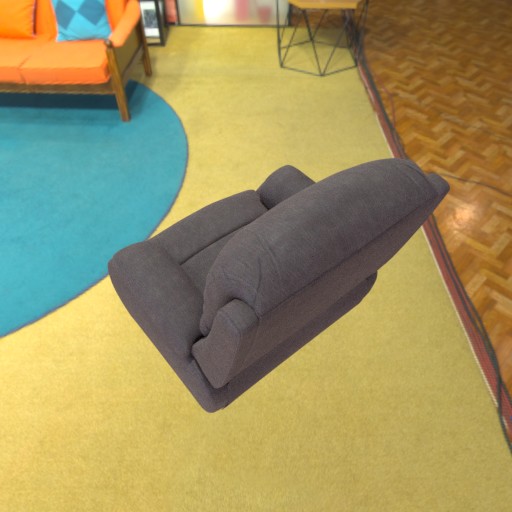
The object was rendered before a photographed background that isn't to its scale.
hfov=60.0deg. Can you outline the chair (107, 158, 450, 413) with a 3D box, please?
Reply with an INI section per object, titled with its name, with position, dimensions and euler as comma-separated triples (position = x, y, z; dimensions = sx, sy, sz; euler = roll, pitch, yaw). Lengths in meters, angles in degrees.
[chair]
position = 0.000, 0.000, 1.724
dimensions = 0.930, 1.011, 0.899
euler = -31, 54, -26
